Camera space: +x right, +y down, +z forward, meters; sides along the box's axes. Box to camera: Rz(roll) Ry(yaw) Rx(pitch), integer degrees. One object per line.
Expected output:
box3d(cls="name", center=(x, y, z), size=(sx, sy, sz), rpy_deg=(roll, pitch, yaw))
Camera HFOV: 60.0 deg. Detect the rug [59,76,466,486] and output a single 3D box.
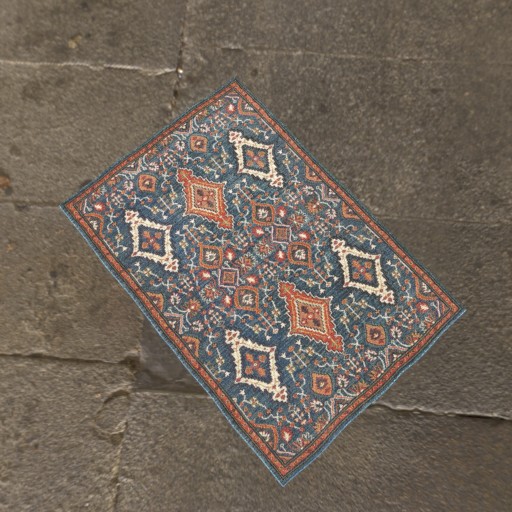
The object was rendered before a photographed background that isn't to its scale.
box3d(cls="rug", center=(0.000, 0.000, 2.987), size=(1.622, 0.009, 2.373), rpy_deg=(-40, 78, -10))
